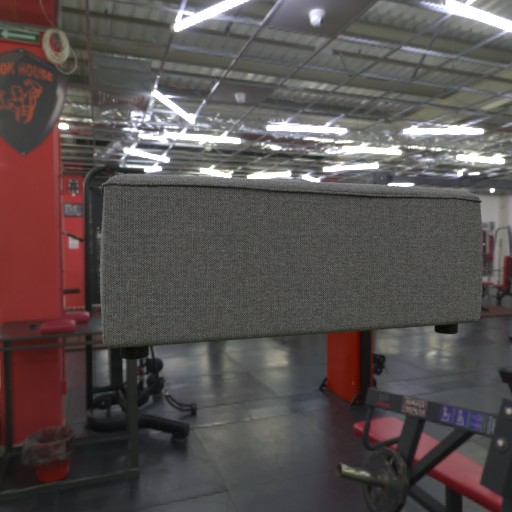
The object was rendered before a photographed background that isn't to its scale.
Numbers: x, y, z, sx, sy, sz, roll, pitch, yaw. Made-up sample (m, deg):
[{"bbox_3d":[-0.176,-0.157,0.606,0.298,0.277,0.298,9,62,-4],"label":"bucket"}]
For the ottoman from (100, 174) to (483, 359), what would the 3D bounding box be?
[{"bbox_3d":[0.000,0.000,1.542,1.023,0.423,1.017,-1,2,-18],"label":"ottoman"}]
